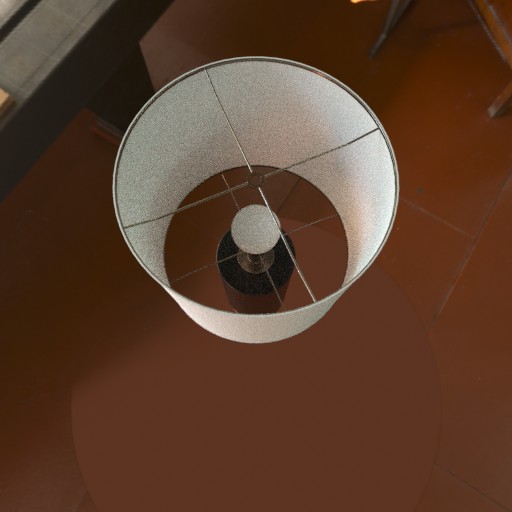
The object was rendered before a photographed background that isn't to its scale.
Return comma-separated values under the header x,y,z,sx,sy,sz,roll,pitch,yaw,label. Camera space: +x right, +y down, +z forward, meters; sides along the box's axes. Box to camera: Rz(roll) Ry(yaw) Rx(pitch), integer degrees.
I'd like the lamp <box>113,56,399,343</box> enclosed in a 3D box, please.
x,y,z,sx,sy,sz,roll,pitch,yaw,label
0.000,0.000,0.605,0.241,0.482,0.240,-22,75,-6,lamp
